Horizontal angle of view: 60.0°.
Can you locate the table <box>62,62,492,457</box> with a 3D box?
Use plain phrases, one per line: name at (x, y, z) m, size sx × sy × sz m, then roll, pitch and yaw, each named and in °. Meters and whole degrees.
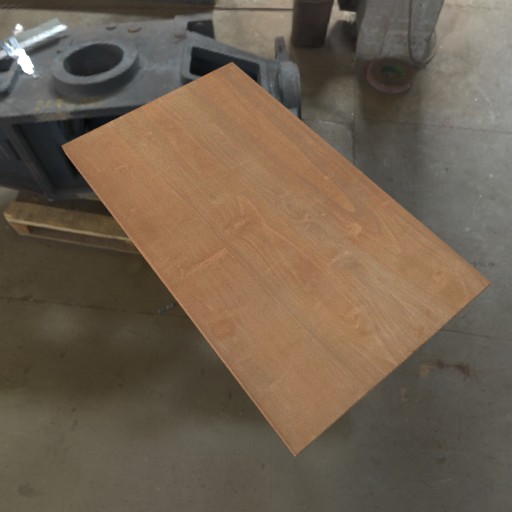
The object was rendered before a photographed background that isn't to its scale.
table at (0.000, 0.000, 2.140) m, size 0.946 × 0.780 × 1.609 m, roll -34°, pitch 65°, yaw -18°
